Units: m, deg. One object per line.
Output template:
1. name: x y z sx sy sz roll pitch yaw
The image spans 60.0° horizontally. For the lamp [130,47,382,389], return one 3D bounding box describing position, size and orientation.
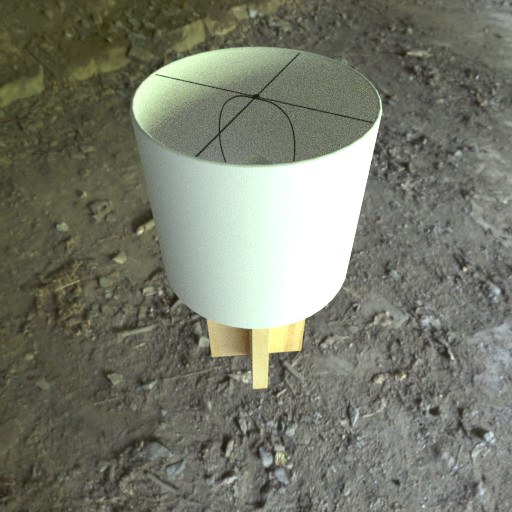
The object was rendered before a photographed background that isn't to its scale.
1. lamp: 0.000 0.000 0.562 0.229 0.428 0.229 -3 46 -3
